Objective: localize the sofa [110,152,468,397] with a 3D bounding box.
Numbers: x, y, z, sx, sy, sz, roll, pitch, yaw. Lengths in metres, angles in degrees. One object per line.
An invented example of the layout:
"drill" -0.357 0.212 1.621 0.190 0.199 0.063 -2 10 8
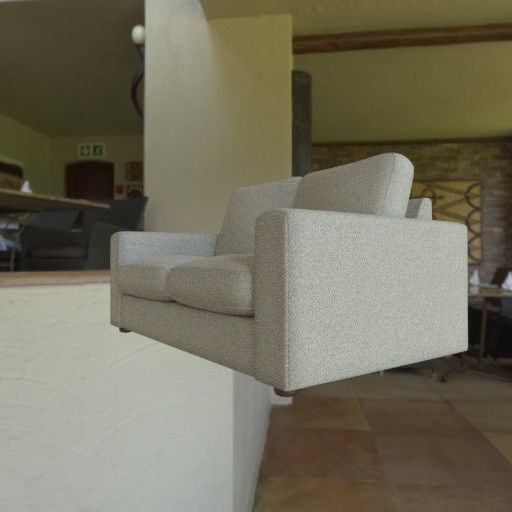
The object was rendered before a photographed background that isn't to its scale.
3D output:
"sofa" 0.000 0.000 2.194 1.016 0.873 1.616 0 0 -36
